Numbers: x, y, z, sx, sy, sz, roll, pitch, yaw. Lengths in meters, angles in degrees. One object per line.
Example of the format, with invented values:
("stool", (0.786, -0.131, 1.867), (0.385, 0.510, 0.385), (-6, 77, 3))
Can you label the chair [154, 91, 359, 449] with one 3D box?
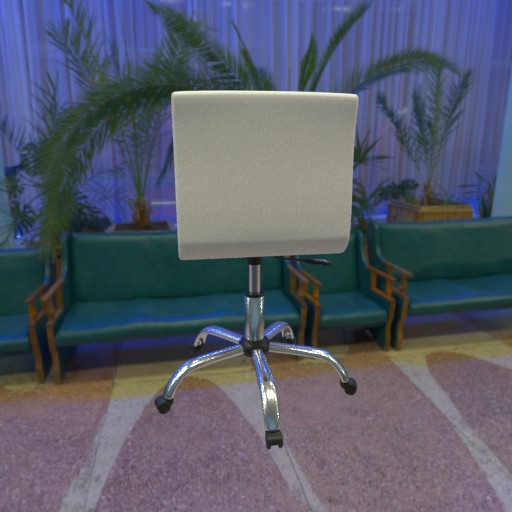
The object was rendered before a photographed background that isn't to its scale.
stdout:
("chair", (0.000, 0.000, 1.152), (0.556, 0.780, 0.530), (-3, 16, -9))
